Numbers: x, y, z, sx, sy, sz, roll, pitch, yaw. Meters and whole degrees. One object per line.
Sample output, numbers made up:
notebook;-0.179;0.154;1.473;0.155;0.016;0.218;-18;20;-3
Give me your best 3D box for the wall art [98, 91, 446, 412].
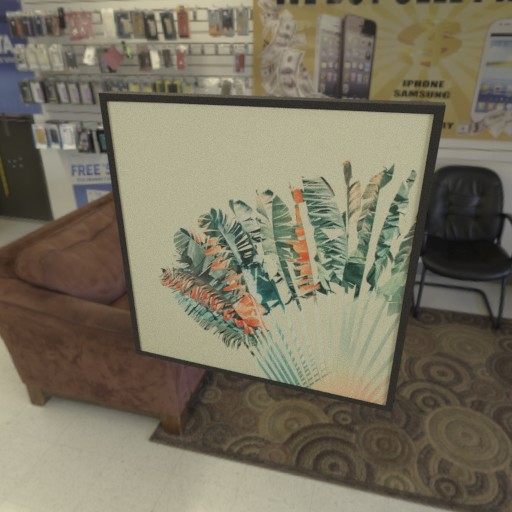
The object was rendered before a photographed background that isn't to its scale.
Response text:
wall art;0.000;0.000;0.747;0.509;0.507;0.037;8;27;17
